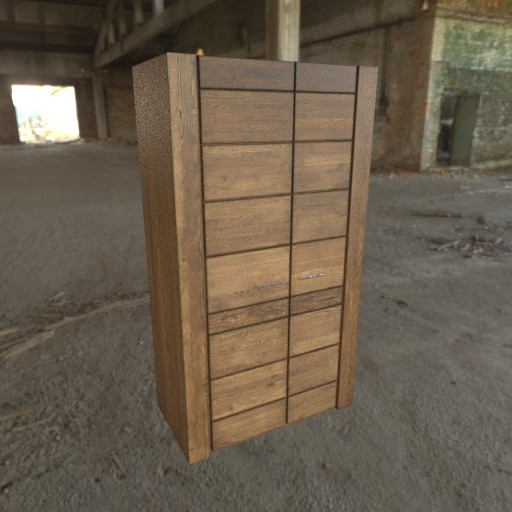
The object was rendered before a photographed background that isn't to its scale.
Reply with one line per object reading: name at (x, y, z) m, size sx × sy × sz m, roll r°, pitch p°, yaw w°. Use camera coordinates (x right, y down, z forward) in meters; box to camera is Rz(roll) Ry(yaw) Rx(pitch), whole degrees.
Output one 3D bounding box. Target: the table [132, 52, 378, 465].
table at (0.000, 0.000, 2.530) m, size 1.100 × 2.000 × 0.600 m, roll -9°, pitch 19°, yaw -27°
